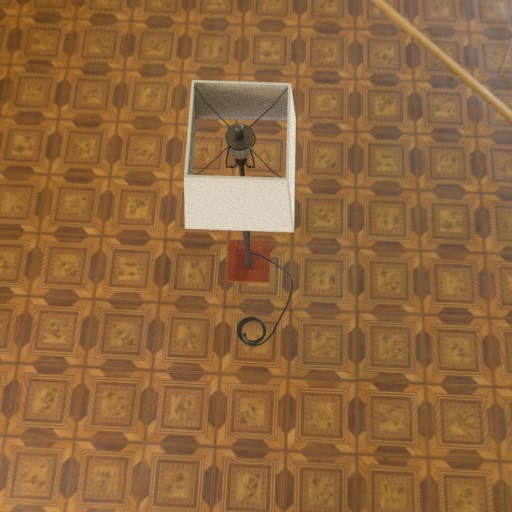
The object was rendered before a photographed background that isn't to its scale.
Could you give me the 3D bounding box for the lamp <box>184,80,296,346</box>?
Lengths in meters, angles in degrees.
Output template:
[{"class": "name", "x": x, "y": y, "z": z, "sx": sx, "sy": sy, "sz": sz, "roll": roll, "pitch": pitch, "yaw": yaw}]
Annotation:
[{"class": "lamp", "x": 0.000, "y": 0.000, "z": 2.012, "sx": 0.472, "sy": 1.712, "sz": 0.745, "roll": 2, "pitch": 76, "yaw": 1}]
